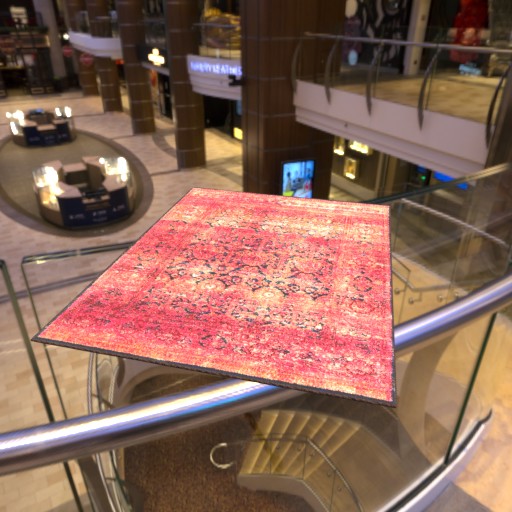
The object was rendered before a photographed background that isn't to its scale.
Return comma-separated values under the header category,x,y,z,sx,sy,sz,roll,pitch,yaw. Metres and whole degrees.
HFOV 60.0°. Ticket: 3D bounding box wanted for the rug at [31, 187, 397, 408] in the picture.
category,x,y,z,sx,sy,sz,roll,pitch,yaw
rug,0.000,0.000,4.044,2.411,0.020,3.032,7,30,12
